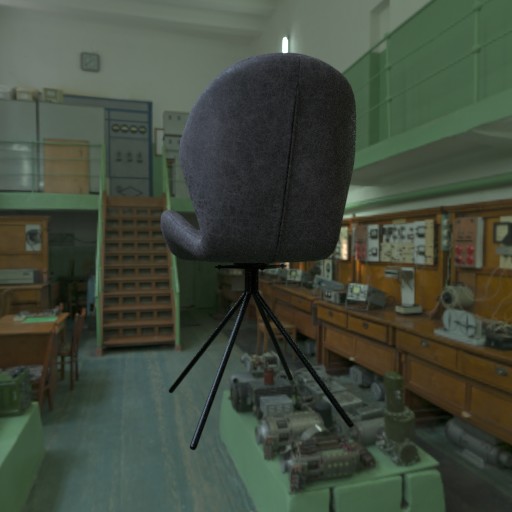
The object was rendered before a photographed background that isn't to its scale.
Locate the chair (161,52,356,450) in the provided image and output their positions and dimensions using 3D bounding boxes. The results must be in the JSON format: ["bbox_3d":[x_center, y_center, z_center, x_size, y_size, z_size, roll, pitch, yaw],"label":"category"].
[{"bbox_3d":[0.000,0.000,1.298,0.527,0.934,0.640,-1,2,-18],"label":"chair"}]
